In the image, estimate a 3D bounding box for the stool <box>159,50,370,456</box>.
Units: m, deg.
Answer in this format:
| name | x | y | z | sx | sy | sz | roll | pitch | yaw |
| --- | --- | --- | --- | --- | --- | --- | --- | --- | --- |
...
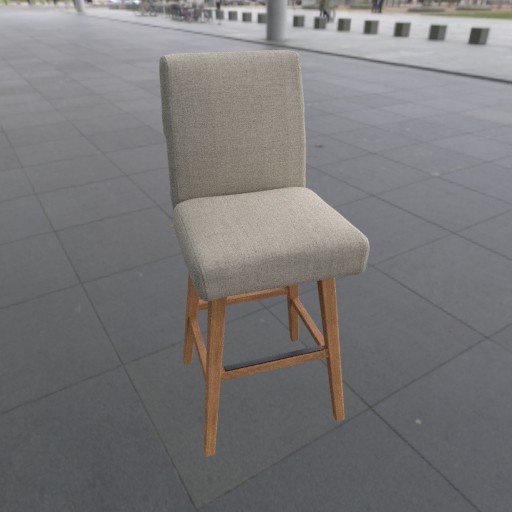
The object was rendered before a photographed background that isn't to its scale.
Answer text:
| name | x | y | z | sx | sy | sz | roll | pitch | yaw |
| --- | --- | --- | --- | --- | --- | --- | --- | --- | --- |
| stool | 0.000 | 0.000 | 1.373 | 0.483 | 1.106 | 0.569 | -9 | 32 | -15 |
